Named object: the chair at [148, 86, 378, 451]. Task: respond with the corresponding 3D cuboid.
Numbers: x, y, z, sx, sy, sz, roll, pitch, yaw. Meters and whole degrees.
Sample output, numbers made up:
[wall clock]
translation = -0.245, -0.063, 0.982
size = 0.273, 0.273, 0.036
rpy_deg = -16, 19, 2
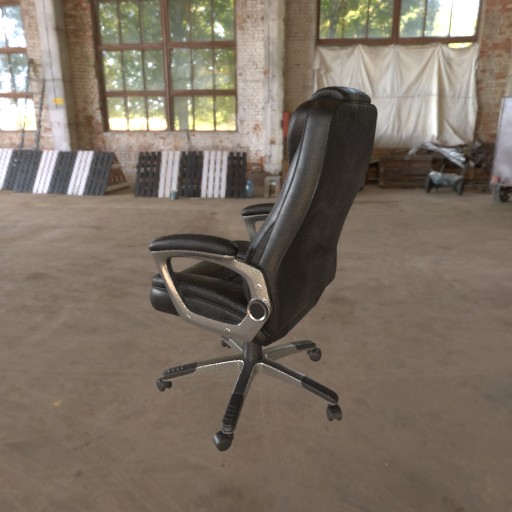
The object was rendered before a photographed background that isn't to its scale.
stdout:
[chair]
translation = 0.000, 0.000, 1.527
size = 0.689, 1.075, 0.697
rpy_deg = 9, 19, 26
